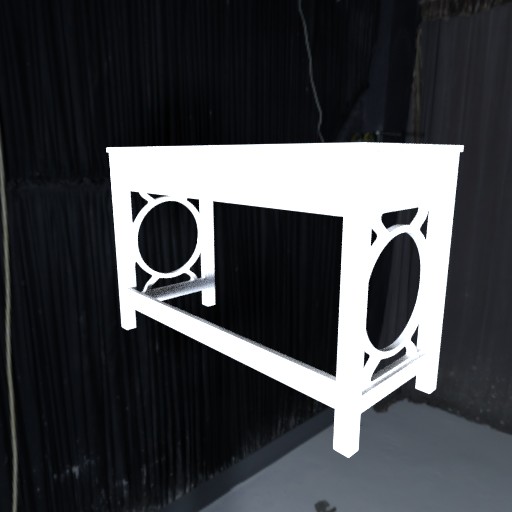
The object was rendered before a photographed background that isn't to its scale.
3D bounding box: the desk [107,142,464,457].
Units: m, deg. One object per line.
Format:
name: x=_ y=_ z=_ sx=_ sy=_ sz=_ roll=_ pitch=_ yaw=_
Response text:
desk: x=0.000 y=0.000 z=1.592 sx=0.504 sy=0.762 sz=1.191 roll=-12 pitch=18 yaw=-42
